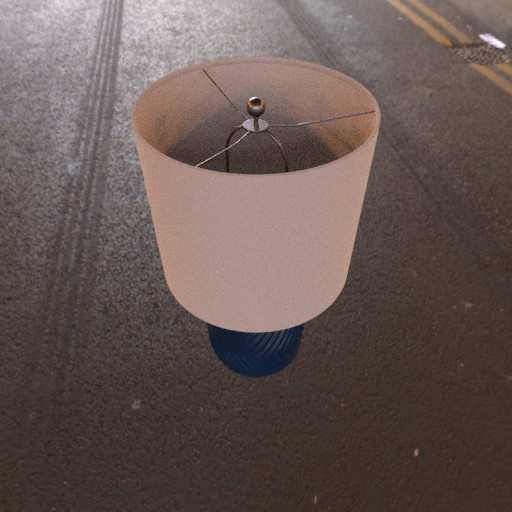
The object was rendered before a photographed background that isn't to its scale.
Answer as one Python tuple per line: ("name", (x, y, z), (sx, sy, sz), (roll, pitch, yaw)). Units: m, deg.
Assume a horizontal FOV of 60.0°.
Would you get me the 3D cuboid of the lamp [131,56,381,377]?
("lamp", (0.000, 0.000, 0.494), (0.203, 0.368, 0.203), (22, 49, 20))
